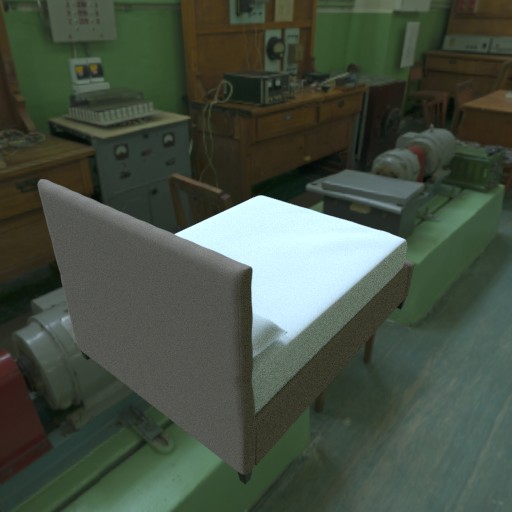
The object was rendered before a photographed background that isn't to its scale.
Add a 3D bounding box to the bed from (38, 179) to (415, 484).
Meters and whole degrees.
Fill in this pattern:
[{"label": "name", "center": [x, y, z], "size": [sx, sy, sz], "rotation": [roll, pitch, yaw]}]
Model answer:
[{"label": "bed", "center": [0.000, 0.000, 3.332], "size": [1.696, 1.426, 2.233], "rotation": [22, 36, 33]}]
